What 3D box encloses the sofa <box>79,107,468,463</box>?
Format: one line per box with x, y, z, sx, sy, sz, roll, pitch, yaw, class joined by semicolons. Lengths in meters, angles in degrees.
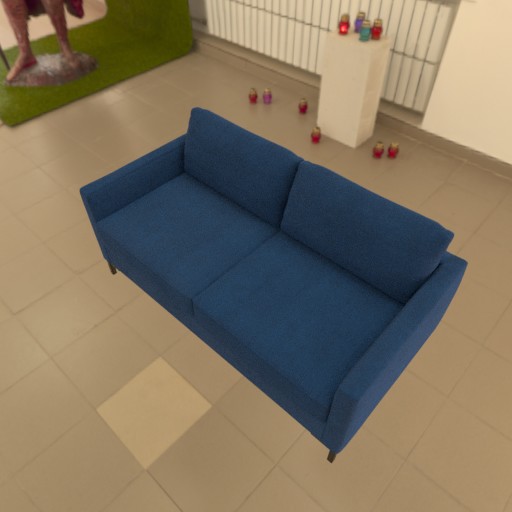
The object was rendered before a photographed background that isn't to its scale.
0.000;0.000;2.178;1.676;0.817;0.875;34;55;28;sofa
